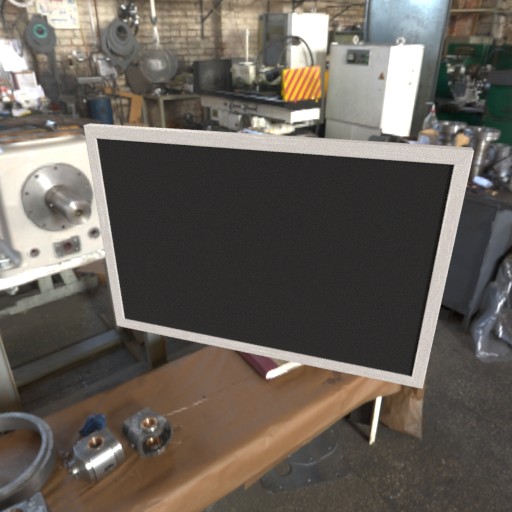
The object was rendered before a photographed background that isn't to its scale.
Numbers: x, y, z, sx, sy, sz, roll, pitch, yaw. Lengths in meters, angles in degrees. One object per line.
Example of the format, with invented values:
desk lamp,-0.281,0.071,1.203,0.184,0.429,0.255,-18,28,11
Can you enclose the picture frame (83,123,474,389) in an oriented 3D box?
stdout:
picture frame,0.000,0.000,1.195,0.950,0.640,0.029,8,27,16
